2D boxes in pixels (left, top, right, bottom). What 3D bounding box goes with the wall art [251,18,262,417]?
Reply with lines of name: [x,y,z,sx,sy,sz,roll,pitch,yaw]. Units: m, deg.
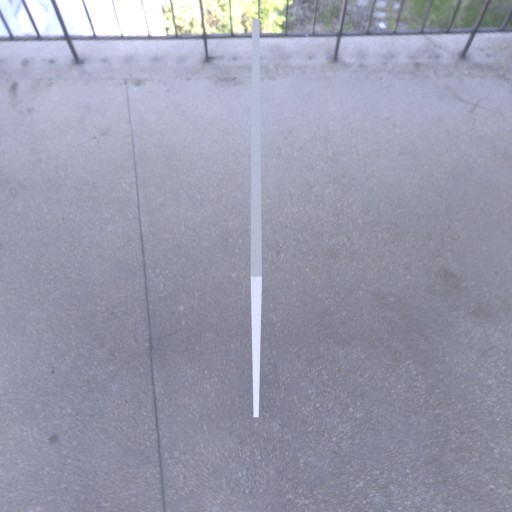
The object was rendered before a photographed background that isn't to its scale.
wall art: [0.000,0.000,0.844,0.011,0.659,0.454,0,58,0]
